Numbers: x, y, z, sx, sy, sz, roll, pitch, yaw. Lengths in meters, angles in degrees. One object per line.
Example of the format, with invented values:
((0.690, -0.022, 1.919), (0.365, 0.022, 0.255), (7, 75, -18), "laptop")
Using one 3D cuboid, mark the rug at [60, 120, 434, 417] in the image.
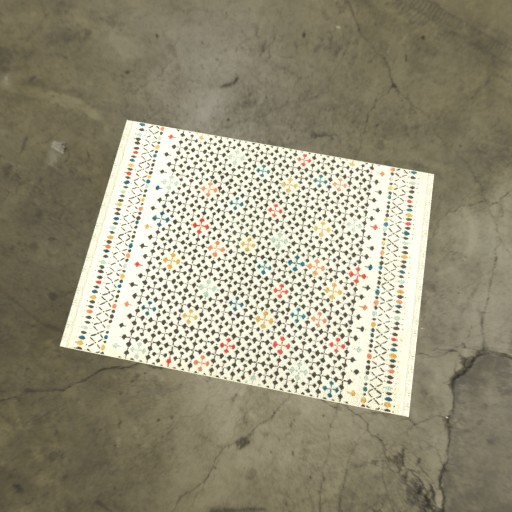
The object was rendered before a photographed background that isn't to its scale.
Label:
((0.000, 0.000, 2.073), (1.556, 0.006, 1.146), (11, 76, 3), "rug")
